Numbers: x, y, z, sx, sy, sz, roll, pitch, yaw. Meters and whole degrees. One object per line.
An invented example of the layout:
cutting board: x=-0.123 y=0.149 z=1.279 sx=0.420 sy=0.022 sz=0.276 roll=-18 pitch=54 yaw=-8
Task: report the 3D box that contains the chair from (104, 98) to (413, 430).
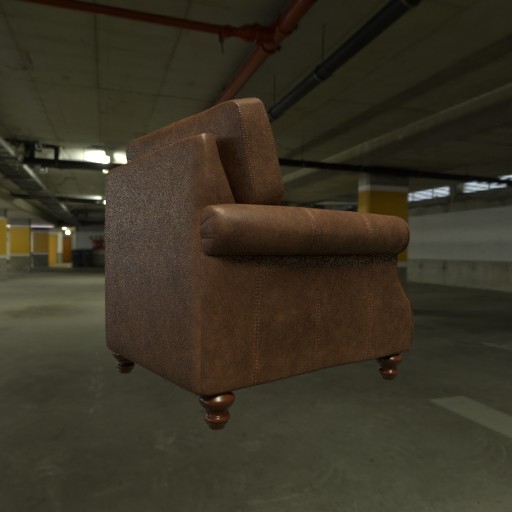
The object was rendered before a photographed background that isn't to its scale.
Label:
chair: x=0.000 y=0.000 z=1.805 sx=1.002 sy=0.976 sz=0.996 roll=-1 pitch=1 yaw=-37
